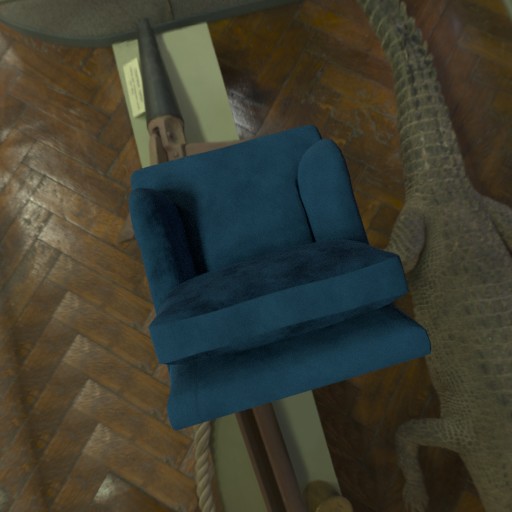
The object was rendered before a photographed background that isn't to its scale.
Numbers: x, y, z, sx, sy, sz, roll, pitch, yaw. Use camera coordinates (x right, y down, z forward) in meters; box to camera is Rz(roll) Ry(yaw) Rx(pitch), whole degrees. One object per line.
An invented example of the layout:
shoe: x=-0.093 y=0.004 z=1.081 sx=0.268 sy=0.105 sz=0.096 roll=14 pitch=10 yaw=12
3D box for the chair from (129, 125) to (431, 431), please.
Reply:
chair: x=0.000 y=0.000 z=1.876 sx=0.895 sy=1.076 sz=1.078 roll=-16 pitch=78 yaw=-3
